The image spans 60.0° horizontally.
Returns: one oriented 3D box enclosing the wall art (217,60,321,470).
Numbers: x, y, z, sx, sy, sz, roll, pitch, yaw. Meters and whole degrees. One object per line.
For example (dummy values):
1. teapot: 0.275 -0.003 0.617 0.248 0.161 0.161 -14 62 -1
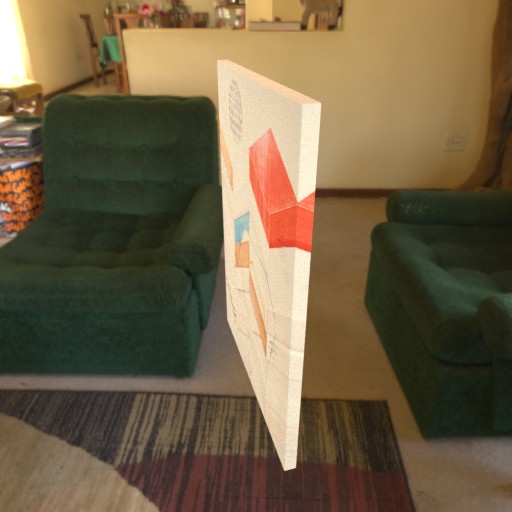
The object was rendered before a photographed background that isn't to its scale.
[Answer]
1. wall art: 0.000 0.000 1.114 0.036 0.848 0.613 -8 30 -14
